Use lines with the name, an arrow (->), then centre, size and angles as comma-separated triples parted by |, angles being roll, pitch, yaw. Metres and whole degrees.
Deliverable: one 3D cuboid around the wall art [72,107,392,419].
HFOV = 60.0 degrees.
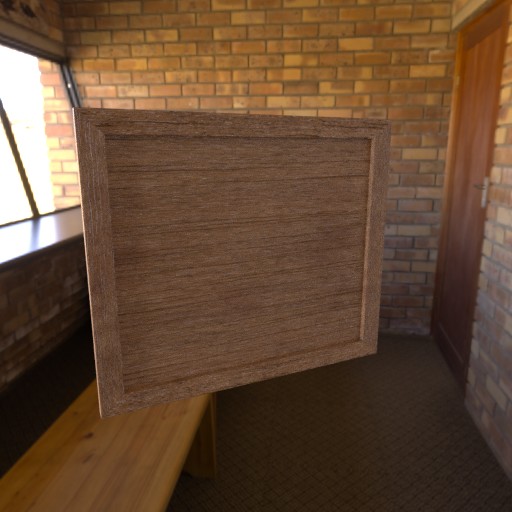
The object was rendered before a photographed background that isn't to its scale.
wall art -> 0.000, 0.000, 0.965 | 0.690, 0.588, 0.026 | -6, 15, -25
